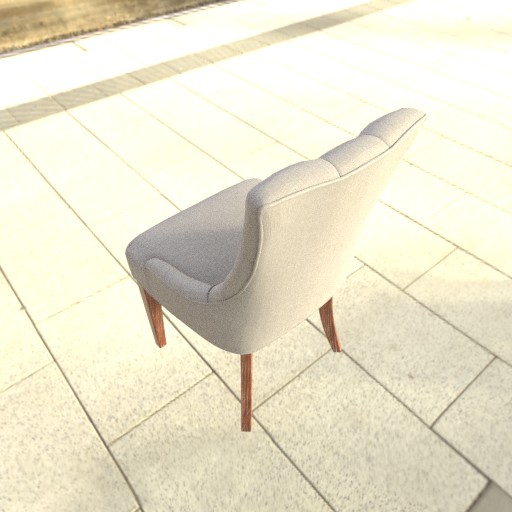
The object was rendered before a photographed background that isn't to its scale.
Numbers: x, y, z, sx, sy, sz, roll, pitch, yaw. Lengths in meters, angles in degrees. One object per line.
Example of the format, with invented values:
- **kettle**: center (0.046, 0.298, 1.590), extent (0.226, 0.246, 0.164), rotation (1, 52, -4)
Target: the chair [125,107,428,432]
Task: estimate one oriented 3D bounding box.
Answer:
- **chair**: center (0.000, 0.000, 1.176), extent (0.509, 0.874, 0.565), rotation (-32, 53, -29)
